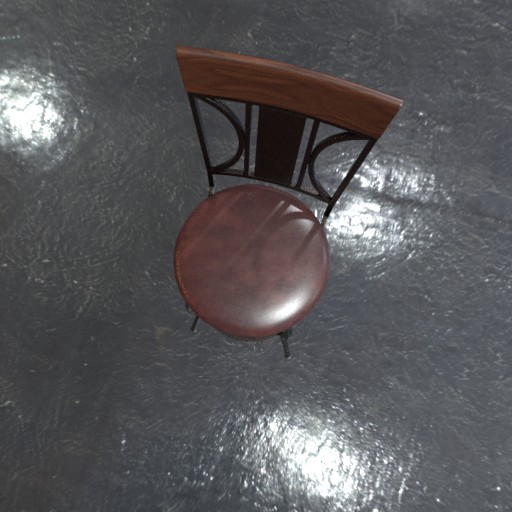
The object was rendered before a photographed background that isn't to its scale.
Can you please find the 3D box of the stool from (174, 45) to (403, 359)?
[{"bbox_3d":[0.000,0.000,1.342,0.448,1.130,0.513,15,77,4],"label":"stool"}]
